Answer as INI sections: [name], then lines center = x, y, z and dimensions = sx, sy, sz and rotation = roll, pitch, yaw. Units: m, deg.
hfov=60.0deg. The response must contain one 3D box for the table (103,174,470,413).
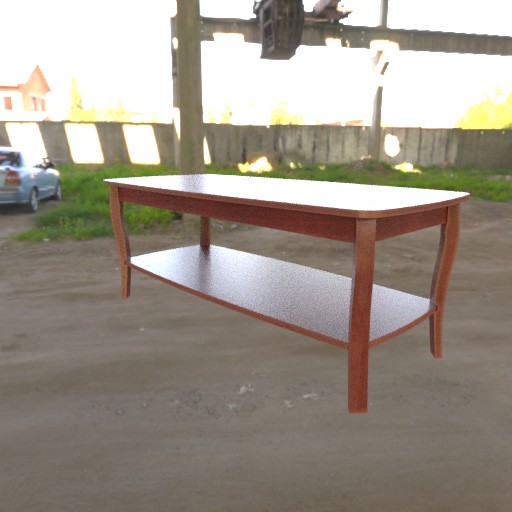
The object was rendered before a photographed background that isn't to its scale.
[table]
center = 0.000, 0.000, 1.496
dimensions = 0.561, 0.473, 1.216
rotation = -13, 19, -42
